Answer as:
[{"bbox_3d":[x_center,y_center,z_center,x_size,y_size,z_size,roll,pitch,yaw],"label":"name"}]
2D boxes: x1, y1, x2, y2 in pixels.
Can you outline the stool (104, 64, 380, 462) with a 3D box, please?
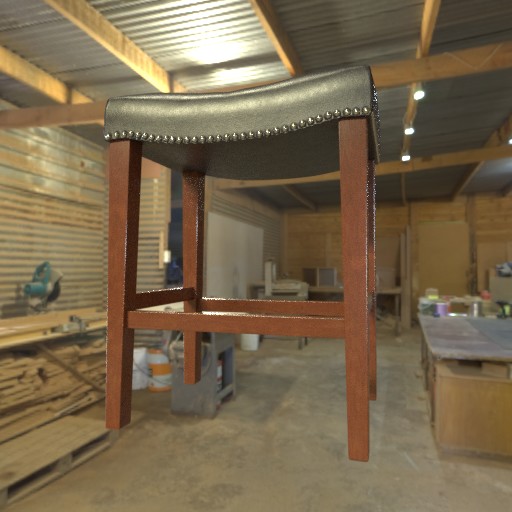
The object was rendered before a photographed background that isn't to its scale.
[{"bbox_3d":[0.000,0.000,0.939,0.504,0.654,0.372,0,-1,17],"label":"stool"}]
